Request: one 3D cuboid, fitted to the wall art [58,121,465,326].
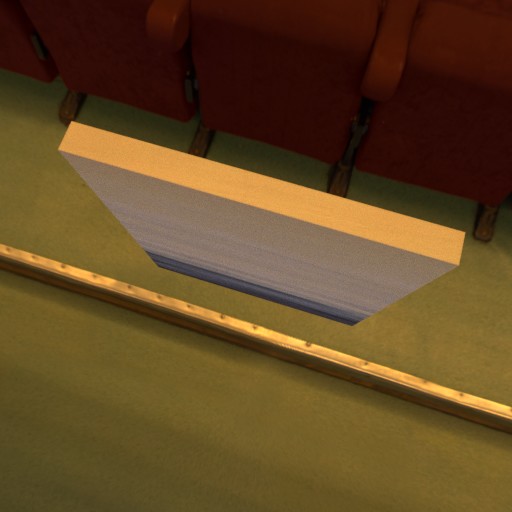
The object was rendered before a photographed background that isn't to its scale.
[{"bbox_3d":[0.000,0.000,0.710,0.435,0.511,0.037,17,75,5],"label":"wall art"}]
